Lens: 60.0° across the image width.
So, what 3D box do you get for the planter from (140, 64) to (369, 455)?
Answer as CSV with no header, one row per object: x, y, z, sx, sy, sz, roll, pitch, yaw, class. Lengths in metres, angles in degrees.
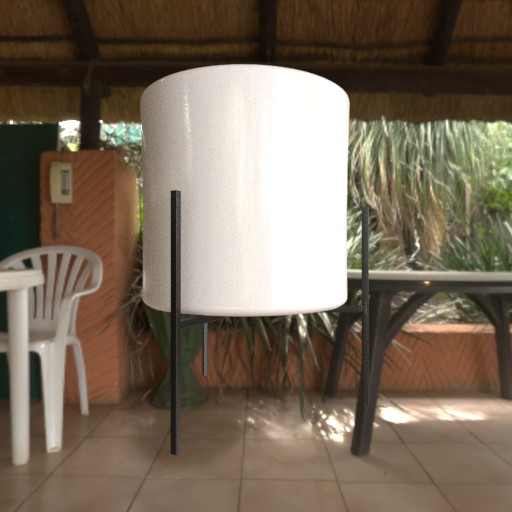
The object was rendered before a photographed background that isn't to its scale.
0.000,0.000,0.713,0.361,0.480,0.360,0,0,-1,planter
